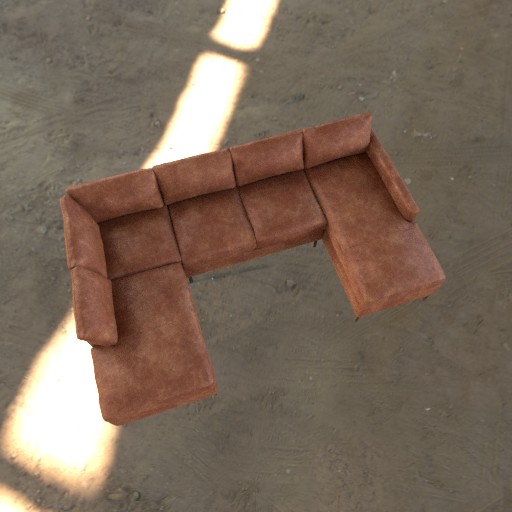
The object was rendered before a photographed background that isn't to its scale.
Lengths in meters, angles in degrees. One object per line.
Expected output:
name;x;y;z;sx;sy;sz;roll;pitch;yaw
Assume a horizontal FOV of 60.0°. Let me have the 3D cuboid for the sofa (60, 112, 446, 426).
sofa;0.000;0.000;3.856;2.956;0.900;1.939;-16;64;-8
